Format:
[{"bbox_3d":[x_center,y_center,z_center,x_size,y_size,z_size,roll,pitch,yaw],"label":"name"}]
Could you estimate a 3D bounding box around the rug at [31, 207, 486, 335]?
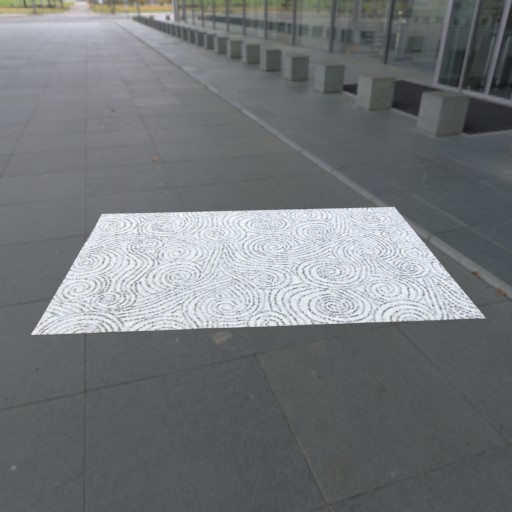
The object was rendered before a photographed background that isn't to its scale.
[{"bbox_3d":[0.000,0.000,3.024,2.439,0.005,1.524,-2,30,-3],"label":"rug"}]
